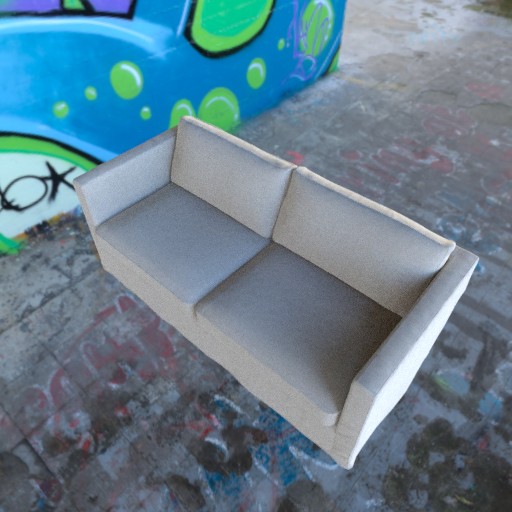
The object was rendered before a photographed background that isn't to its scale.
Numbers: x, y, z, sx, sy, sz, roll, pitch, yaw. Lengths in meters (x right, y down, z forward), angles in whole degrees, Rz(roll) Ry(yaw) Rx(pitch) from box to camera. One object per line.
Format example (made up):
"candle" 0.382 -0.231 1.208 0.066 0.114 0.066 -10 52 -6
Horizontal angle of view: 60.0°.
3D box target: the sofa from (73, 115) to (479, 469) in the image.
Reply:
"sofa" 0.000 0.000 2.433 1.959 0.835 0.962 33 54 27
